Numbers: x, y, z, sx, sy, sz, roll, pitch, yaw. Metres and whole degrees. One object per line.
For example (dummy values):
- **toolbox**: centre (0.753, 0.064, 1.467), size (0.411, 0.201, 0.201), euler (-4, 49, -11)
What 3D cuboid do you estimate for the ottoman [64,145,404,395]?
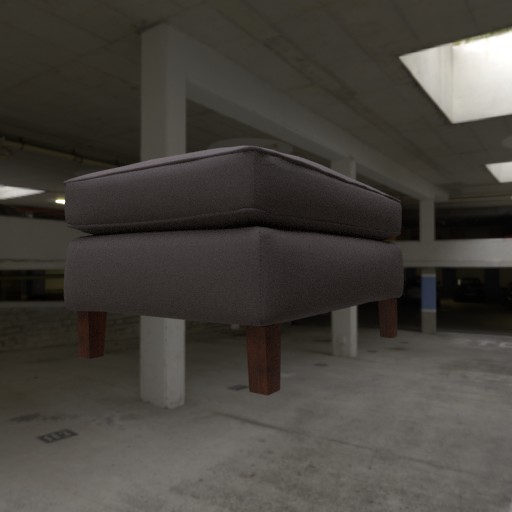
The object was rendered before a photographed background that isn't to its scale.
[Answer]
- **ottoman**: centre (0.000, 0.000, 1.000), size (0.508, 0.406, 0.686), euler (-1, -1, 35)
